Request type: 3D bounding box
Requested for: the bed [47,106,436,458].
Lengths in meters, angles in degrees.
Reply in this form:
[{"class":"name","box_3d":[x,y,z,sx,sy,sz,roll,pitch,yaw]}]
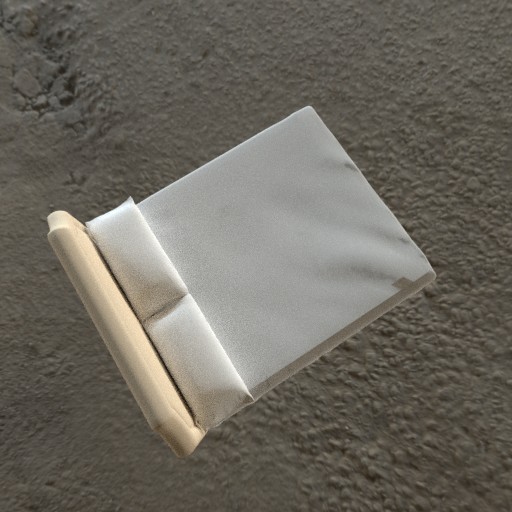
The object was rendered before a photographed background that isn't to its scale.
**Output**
[{"class":"bed","box_3d":[0.000,0.000,3.851,2.548,1.524,2.134,-32,79,-7]}]
